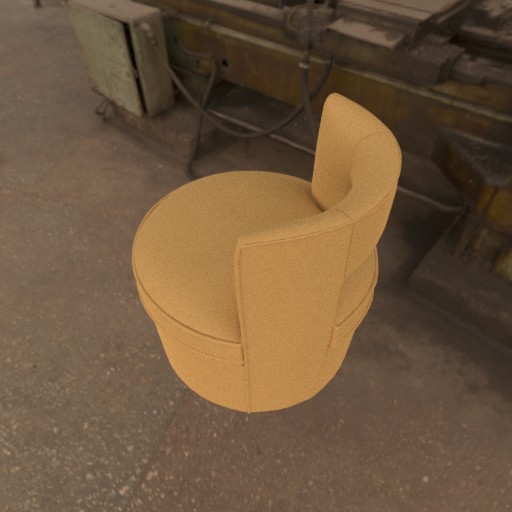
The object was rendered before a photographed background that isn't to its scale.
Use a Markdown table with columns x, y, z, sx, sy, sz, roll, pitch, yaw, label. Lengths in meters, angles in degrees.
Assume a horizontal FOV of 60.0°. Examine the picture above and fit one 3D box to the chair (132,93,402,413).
| x | y | z | sx | sy | sz | roll | pitch | yaw | label |
| --- | --- | --- | --- | --- | --- | --- | --- | --- | --- |
| 0.000 | 0.000 | 1.231 | 0.665 | 0.723 | 0.650 | 17 | 49 | 15 | chair |
